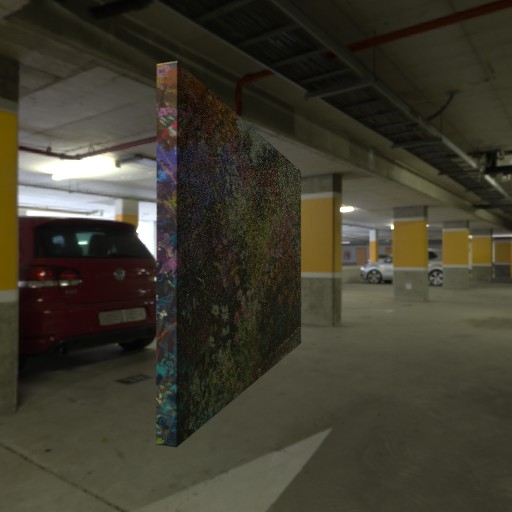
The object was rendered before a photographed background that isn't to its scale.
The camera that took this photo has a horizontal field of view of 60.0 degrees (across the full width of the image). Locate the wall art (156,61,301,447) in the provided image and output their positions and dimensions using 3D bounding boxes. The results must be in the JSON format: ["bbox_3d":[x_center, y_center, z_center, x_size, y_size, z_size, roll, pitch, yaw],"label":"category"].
[{"bbox_3d":[0.000,0.000,1.130,0.037,0.604,0.908,0,-1,18],"label":"wall art"}]
